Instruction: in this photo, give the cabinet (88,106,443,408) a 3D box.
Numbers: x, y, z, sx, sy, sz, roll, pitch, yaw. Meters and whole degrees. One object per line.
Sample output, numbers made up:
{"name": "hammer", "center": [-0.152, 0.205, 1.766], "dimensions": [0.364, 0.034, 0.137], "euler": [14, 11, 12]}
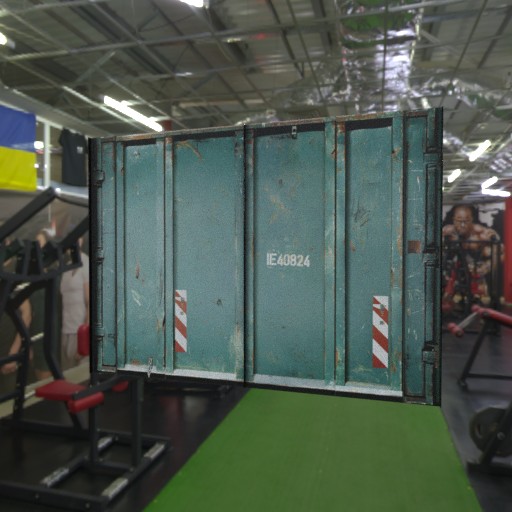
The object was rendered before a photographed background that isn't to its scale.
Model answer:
{"name": "cabinet", "center": [0.000, 0.000, 3.936], "dimensions": [3.001, 2.160, 0.680], "euler": [0, 1, 17]}
